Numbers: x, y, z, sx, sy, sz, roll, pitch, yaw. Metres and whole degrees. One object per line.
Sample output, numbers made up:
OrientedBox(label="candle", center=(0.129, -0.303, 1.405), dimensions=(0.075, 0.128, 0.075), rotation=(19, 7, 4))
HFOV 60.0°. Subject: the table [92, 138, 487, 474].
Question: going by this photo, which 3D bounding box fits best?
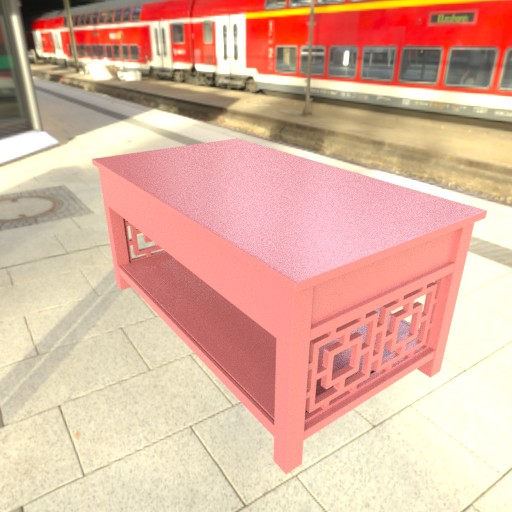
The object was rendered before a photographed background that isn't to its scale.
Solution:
OrientedBox(label="table", center=(0.000, 0.000, 1.396), dimensions=(0.612, 0.493, 1.068), rotation=(-18, 31, -32))
